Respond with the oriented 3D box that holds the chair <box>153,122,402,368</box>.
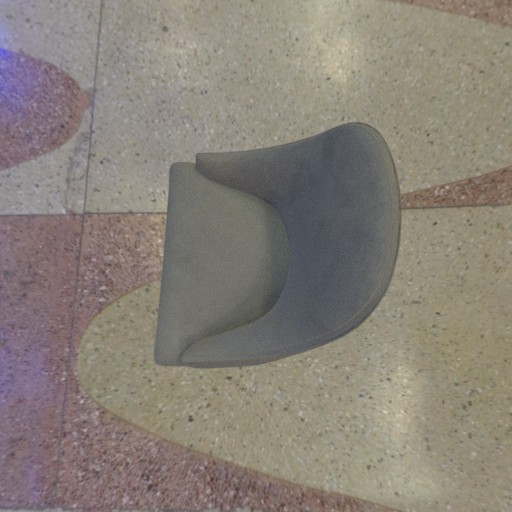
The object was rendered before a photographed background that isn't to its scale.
[{"bbox_3d":[0.000,0.000,1.285,0.575,0.889,0.643,2,76,0],"label":"chair"}]
